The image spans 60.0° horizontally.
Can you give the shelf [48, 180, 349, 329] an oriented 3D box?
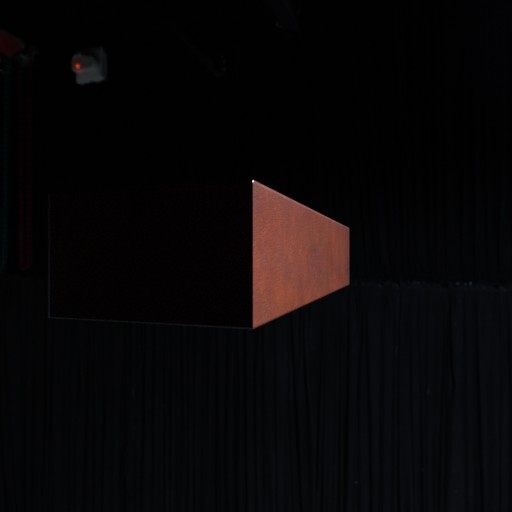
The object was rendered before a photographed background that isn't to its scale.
[{"bbox_3d":[0.000,0.000,0.503,0.152,0.088,0.457,0,0,19],"label":"shelf"}]
